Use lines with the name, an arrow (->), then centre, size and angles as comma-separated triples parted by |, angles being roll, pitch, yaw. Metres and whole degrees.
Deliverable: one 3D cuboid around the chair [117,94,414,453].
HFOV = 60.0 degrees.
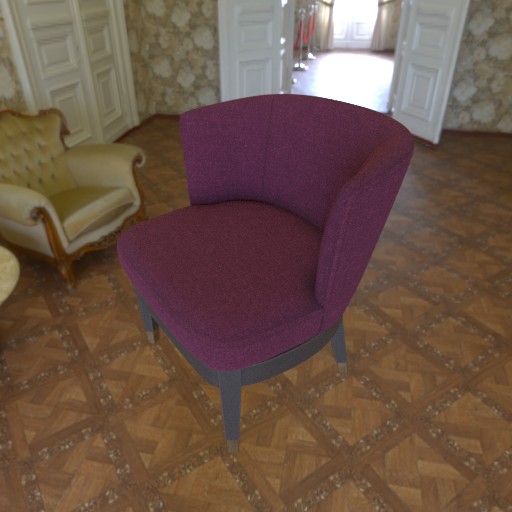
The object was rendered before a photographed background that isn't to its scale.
chair -> 0.000, 0.000, 1.255 | 0.660, 0.760, 0.700 | -20, 37, -29
